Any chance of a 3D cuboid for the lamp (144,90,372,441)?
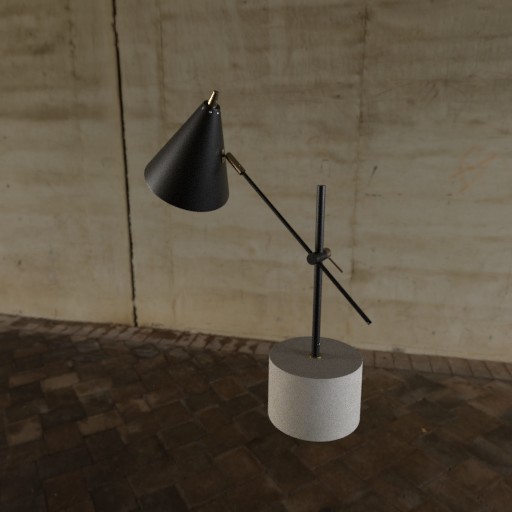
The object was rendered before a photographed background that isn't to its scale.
[{"bbox_3d":[0.000,0.000,0.737,0.214,0.518,0.403,-14,19,-43],"label":"lamp"}]
